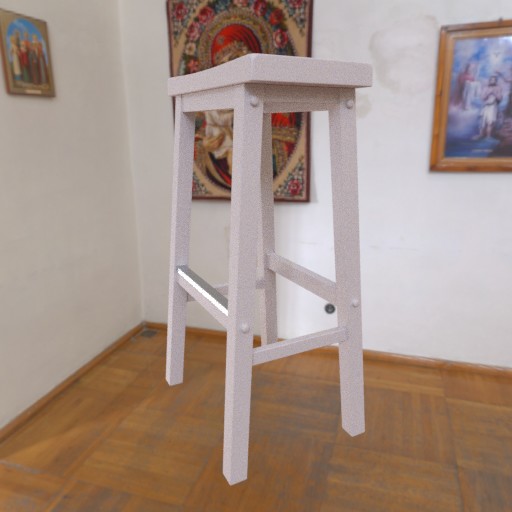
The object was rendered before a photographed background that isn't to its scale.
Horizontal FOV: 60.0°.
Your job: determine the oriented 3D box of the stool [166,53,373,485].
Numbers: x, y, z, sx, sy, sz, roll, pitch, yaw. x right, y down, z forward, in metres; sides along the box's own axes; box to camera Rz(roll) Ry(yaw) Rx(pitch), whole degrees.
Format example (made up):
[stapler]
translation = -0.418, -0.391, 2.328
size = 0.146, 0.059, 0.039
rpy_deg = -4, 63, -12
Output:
[stool]
translation = 0.000, 0.000, 0.961
size = 0.322, 0.742, 0.406
rpy_deg = -8, 18, -27
